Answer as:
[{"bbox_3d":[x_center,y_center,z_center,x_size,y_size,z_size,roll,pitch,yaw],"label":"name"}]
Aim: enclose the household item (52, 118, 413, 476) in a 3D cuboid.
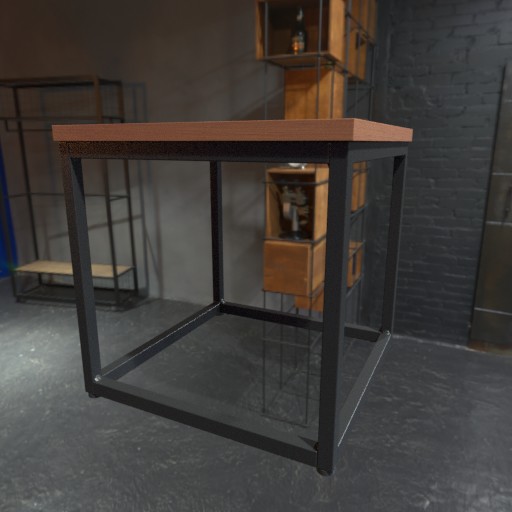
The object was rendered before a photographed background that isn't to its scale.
[{"bbox_3d":[0.000,0.000,0.719,0.400,0.400,0.400,7,16,25],"label":"household item"}]
